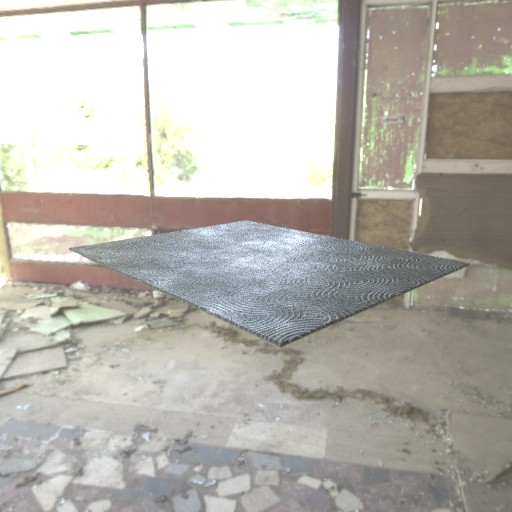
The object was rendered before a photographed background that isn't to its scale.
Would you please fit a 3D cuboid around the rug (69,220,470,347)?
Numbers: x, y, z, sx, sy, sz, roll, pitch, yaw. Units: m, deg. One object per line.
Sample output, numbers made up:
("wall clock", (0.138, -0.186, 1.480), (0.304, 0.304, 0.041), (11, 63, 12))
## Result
("rug", (0.000, 0.000, 4.267), (2.456, 0.021, 3.042), (-13, 19, -41))
